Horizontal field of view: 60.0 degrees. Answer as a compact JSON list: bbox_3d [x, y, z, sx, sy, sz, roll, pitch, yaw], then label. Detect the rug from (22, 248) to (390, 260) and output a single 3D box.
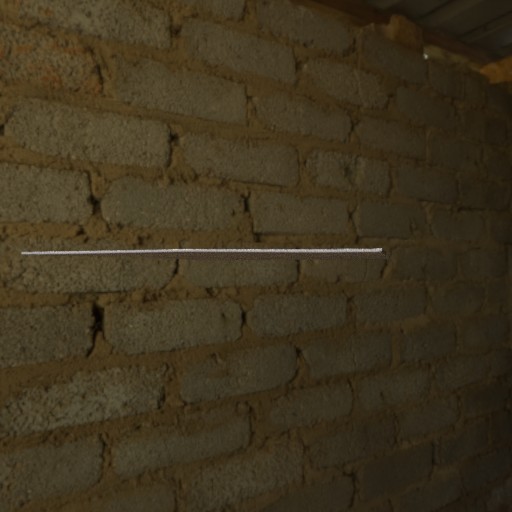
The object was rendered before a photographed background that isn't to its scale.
[{"bbox_3d":[0.000,0.000,4.253,2.434,0.045,3.202,0,-1,18],"label":"rug"}]
